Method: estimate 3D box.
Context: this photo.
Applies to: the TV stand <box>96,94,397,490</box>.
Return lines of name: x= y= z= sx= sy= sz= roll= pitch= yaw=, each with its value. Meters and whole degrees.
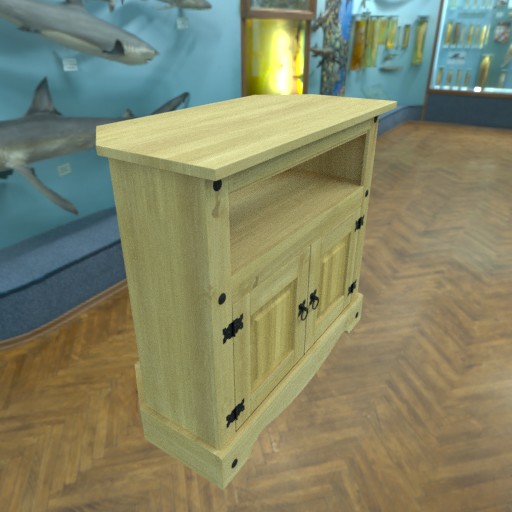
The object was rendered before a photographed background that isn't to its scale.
TV stand: x=0.000 y=0.000 z=1.272 sx=0.425 sy=0.781 sz=0.851 roll=17 pitch=32 yaw=30
